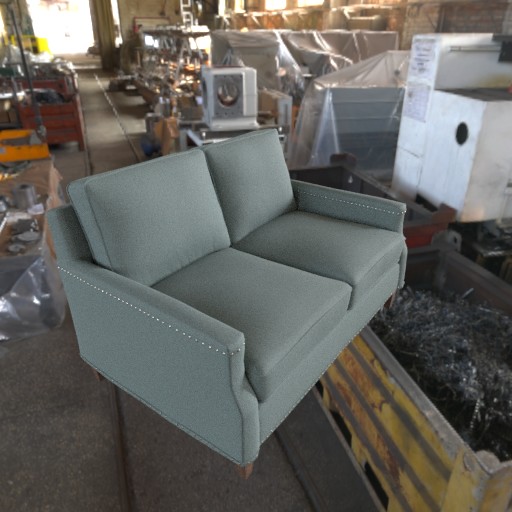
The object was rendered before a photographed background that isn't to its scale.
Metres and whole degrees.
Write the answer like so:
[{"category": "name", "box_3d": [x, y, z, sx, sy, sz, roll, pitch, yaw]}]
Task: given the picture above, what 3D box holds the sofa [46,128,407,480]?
[{"category": "sofa", "box_3d": [0.000, 0.000, 2.236, 1.084, 1.003, 1.597, 19, 32, 32]}]
